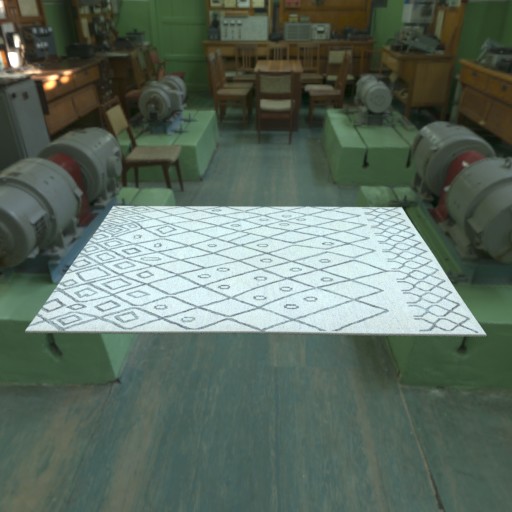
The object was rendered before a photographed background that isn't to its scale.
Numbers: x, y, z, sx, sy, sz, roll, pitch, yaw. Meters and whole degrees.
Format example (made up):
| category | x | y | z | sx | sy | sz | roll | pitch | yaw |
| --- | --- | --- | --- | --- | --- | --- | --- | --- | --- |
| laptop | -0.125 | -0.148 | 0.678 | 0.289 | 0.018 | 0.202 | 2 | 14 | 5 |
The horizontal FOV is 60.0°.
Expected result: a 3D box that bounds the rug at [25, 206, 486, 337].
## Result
| category | x | y | z | sx | sy | sz | roll | pitch | yaw |
| --- | --- | --- | --- | --- | --- | --- | --- | --- | --- |
| rug | 0.000 | 0.000 | 2.279 | 1.828 | 0.015 | 1.222 | 0 | 30 | 1 |
